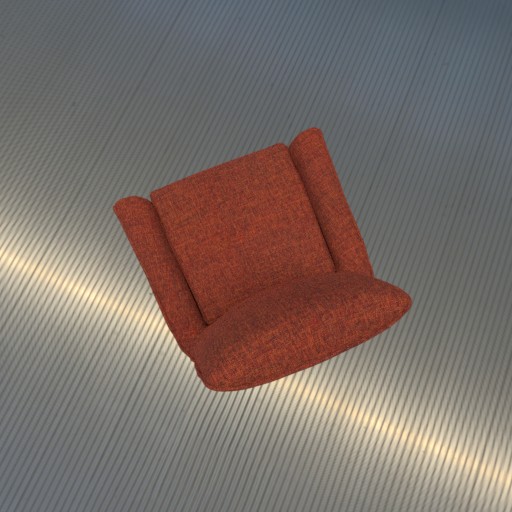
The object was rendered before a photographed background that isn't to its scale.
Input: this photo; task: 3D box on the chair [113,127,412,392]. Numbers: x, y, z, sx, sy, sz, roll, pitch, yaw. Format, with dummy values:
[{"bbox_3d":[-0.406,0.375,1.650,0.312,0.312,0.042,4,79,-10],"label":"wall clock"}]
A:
[{"bbox_3d":[0.000,0.000,1.531,0.803,0.911,0.784,-22,77,-5],"label":"chair"}]
